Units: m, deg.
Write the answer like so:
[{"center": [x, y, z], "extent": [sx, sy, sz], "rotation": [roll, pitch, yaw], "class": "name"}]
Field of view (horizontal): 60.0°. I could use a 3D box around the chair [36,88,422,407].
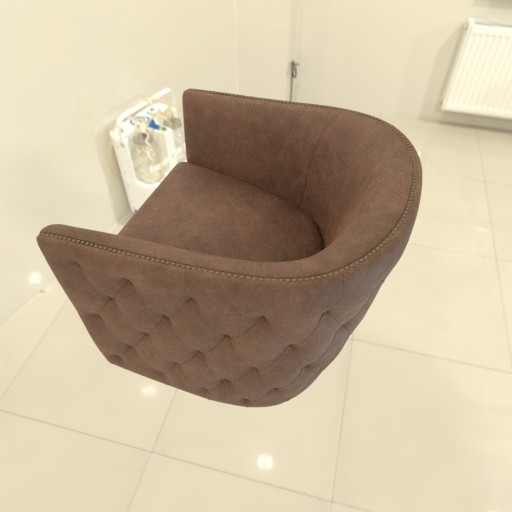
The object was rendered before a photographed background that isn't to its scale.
[{"center": [0.000, 0.000, 1.467], "extent": [0.870, 0.790, 0.850], "rotation": [16, 49, 14], "class": "chair"}]
